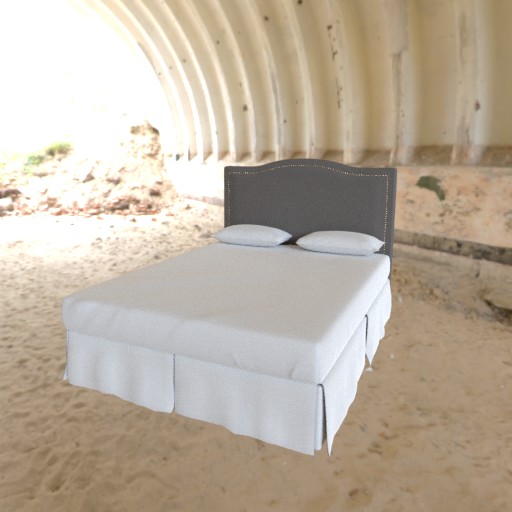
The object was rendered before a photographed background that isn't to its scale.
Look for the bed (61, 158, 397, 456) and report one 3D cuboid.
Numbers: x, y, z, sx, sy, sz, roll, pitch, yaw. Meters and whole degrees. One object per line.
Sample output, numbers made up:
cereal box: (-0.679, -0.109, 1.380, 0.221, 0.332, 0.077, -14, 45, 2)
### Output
bed: (0.000, 0.000, 3.380, 1.821, 1.436, 2.282, 6, 14, 24)
